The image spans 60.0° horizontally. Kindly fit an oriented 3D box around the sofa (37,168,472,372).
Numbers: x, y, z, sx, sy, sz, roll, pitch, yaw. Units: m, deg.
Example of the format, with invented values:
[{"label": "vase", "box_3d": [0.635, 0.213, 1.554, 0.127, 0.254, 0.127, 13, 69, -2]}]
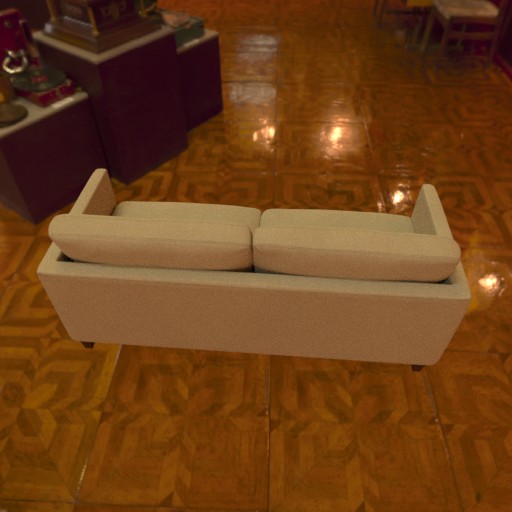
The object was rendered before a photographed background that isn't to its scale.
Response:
[{"label": "sofa", "box_3d": [0.000, 0.000, 2.670, 2.181, 0.932, 0.948, 3, 46, 3]}]
